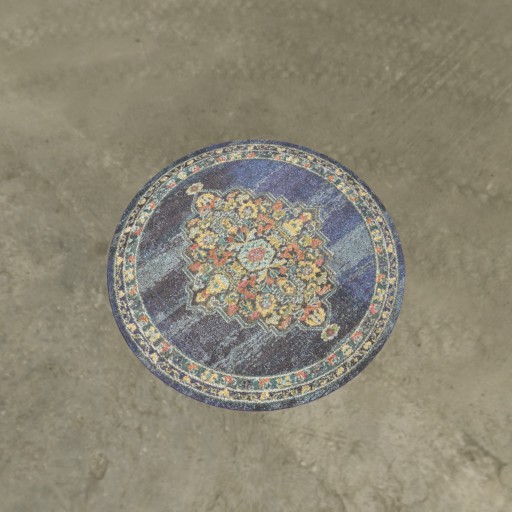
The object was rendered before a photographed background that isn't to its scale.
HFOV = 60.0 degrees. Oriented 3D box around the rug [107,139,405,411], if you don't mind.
[{"bbox_3d":[0.000,0.000,3.582,2.386,0.014,2.386,0,65,0],"label":"rug"}]
